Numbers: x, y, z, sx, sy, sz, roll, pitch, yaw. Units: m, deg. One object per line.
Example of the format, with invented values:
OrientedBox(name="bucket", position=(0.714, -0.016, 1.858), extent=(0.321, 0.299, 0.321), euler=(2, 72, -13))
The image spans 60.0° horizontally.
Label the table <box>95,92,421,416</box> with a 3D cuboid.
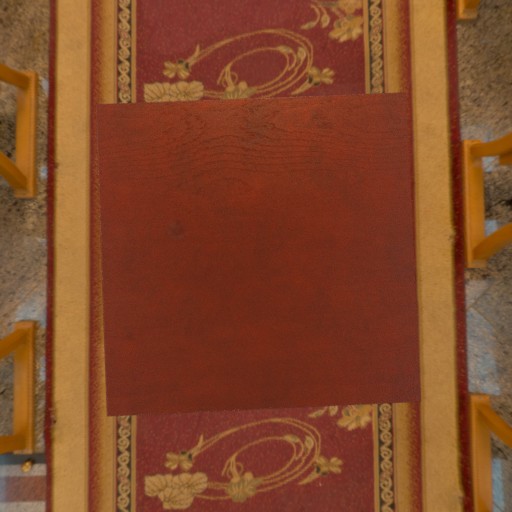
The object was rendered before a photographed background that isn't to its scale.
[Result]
OrientedBox(name="table", position=(0.000, 0.000, 0.988), extent=(0.523, 0.558, 0.522), euler=(0, 89, -1))
